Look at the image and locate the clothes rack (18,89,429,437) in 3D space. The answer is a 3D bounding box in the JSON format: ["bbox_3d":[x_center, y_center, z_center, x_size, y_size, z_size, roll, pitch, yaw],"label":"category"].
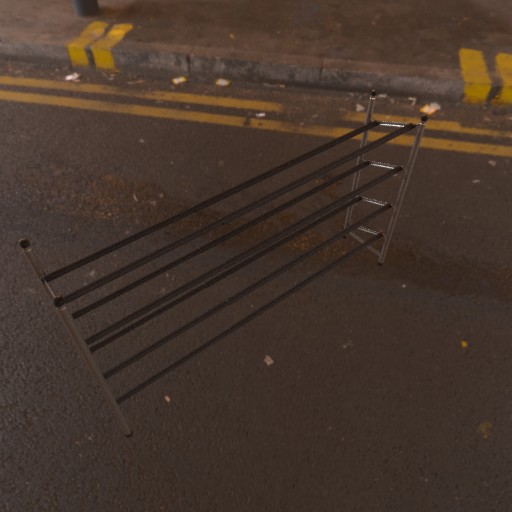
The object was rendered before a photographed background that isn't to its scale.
[{"bbox_3d":[0.000,0.000,1.409,1.168,0.672,0.229,-29,53,-25],"label":"clothes rack"}]
